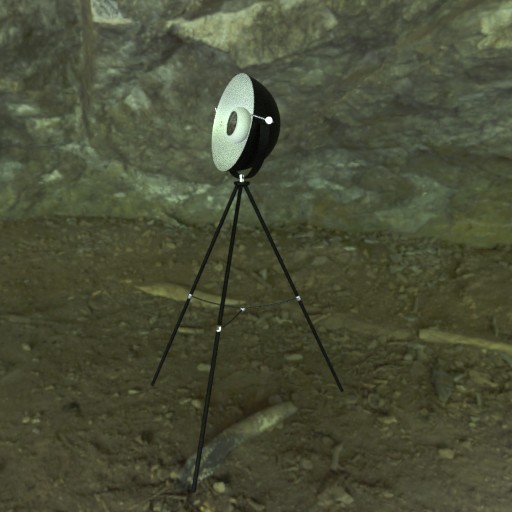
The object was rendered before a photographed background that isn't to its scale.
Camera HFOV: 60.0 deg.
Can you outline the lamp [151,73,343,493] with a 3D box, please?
[{"bbox_3d":[0.000,0.000,1.986,0.920,1.512,0.817,-7,16,-25],"label":"lamp"}]
